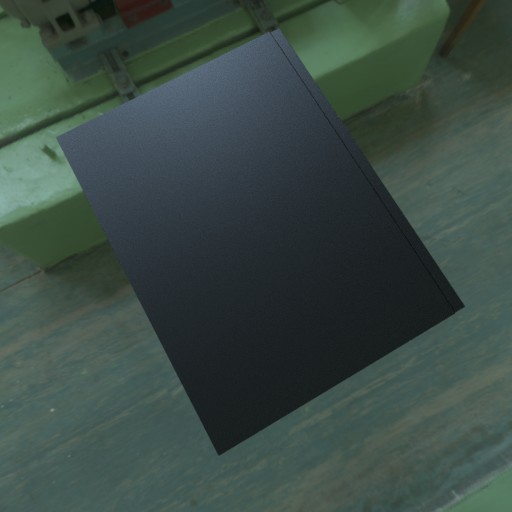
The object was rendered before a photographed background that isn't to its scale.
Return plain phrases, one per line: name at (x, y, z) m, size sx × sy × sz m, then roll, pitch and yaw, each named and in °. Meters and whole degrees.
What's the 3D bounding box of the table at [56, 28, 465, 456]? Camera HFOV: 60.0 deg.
table at (0.000, 0.000, 0.988) m, size 0.441 × 0.584 × 0.564 m, roll -29°, pitch 79°, yaw -6°
